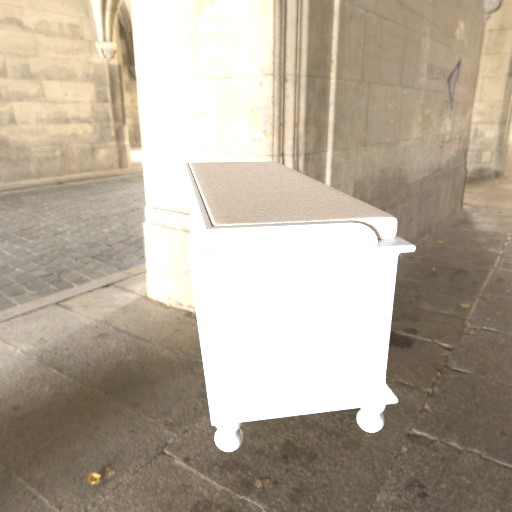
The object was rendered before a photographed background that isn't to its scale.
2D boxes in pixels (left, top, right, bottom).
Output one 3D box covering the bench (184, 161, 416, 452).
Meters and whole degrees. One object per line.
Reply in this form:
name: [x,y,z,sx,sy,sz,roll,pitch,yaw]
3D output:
bench: [0.000,0.000,1.427,0.402,0.486,1.185,-3,18,-10]
